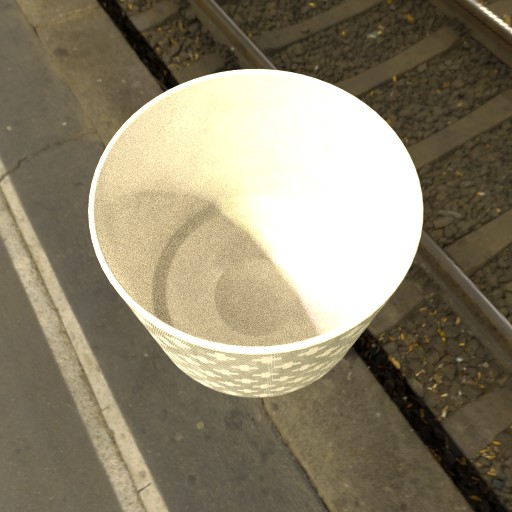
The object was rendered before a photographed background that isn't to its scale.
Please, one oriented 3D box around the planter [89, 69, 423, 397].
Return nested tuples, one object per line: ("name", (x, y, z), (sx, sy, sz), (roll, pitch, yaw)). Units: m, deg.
("planter", (0.000, 0.000, 0.442), (0.250, 0.239, 0.250), (0, 65, 0))
